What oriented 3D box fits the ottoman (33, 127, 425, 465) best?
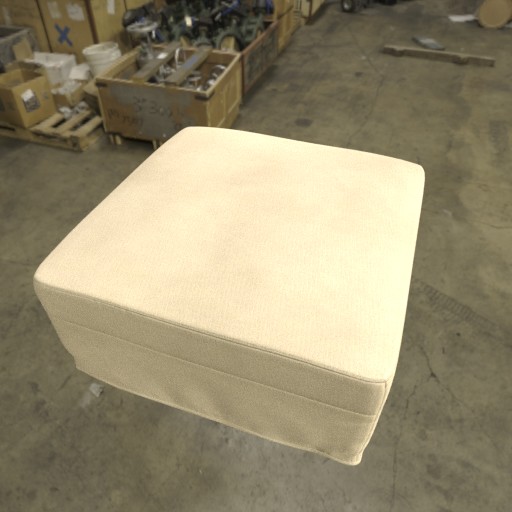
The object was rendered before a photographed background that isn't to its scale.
[{"bbox_3d":[0.000,0.000,1.299,0.842,0.441,0.843,14,44,15],"label":"ottoman"}]
